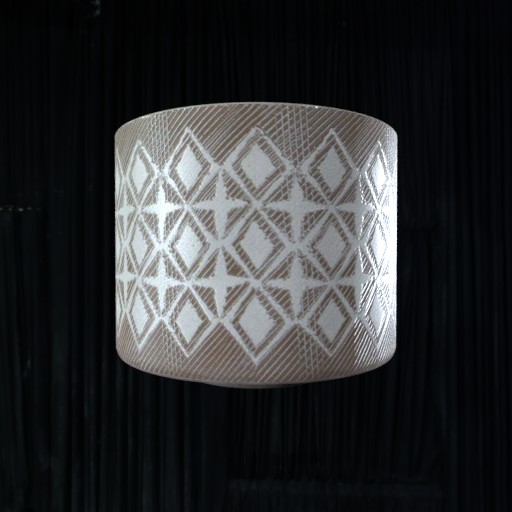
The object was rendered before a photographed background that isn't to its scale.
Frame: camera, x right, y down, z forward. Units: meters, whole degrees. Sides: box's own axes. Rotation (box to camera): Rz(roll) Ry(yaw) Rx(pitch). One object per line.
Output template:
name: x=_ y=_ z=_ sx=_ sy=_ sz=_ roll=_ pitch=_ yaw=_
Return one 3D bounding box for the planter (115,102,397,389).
planter: x=0.000 y=0.000 z=0.209 sx=0.126 sy=0.104 sz=0.126 roll=0 pitch=1 yaw=0
